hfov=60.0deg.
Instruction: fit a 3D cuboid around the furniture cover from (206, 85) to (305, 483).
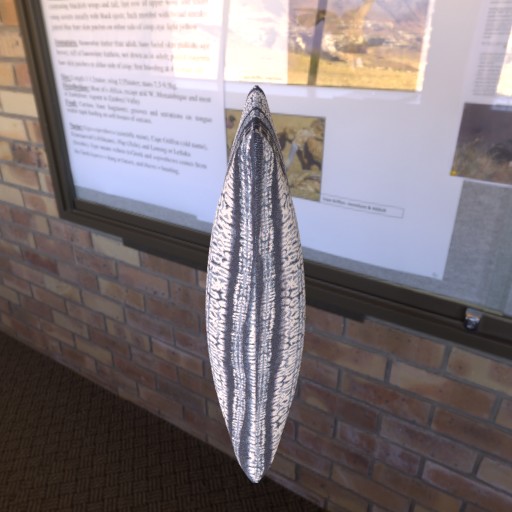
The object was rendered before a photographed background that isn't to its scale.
[{"bbox_3d":[0.000,0.000,0.651,0.133,0.435,0.425,0,26,0],"label":"furniture cover"}]
